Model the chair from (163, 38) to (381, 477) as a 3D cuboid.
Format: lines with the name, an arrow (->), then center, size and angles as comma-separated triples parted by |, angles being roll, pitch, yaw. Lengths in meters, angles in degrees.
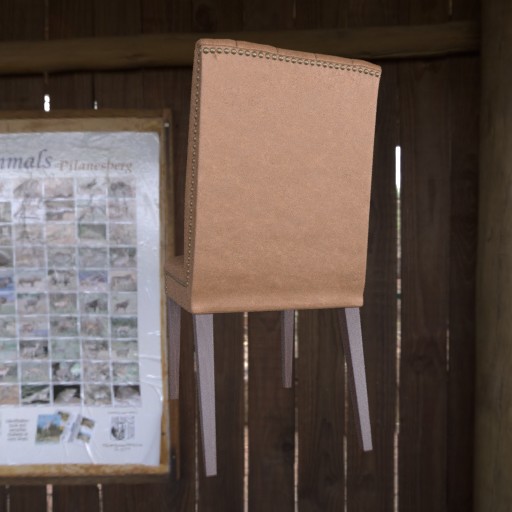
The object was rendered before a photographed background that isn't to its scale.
chair -> 0.000, 0.000, 1.371 | 0.511, 1.016, 0.647 | 0, 1, -18
